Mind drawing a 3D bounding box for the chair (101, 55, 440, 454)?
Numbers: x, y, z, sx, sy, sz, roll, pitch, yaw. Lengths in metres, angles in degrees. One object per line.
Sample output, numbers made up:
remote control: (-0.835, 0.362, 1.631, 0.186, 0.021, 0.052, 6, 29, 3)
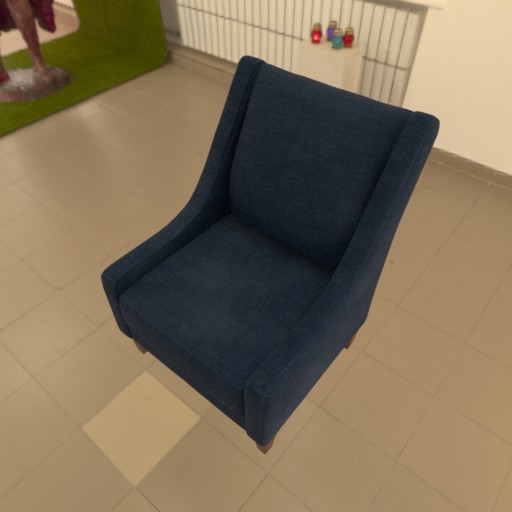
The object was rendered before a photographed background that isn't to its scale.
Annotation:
chair: (0.000, 0.000, 1.603, 0.774, 1.014, 0.870, 30, 53, 26)
